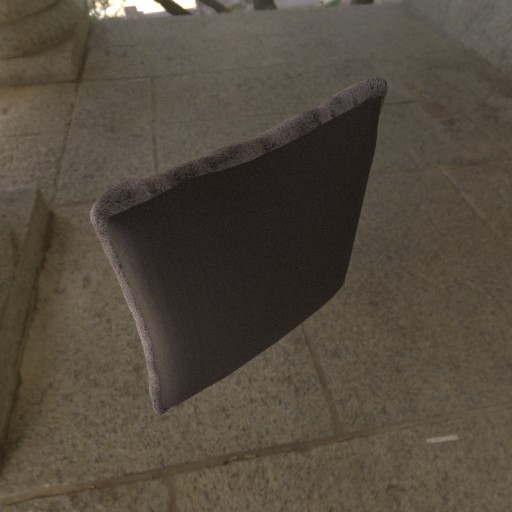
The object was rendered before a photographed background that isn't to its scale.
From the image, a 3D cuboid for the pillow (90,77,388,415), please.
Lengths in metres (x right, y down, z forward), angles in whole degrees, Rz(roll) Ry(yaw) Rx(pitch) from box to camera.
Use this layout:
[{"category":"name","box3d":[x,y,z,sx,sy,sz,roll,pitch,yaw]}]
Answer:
[{"category":"pillow","box3d":[0.000,0.000,0.791,0.522,0.520,0.204,-31,53,-27]}]
